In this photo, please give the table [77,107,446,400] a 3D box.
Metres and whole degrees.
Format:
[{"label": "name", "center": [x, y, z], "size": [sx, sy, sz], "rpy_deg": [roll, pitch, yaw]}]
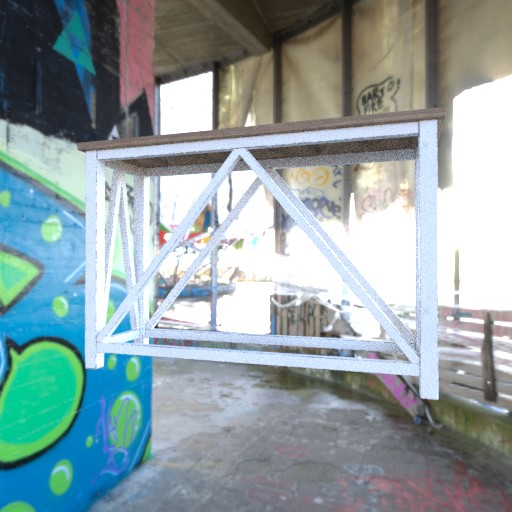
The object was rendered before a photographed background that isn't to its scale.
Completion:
[{"label": "table", "center": [0.000, 0.000, 1.818], "size": [1.400, 0.930, 0.450], "rpy_deg": [0, -1, 18]}]
